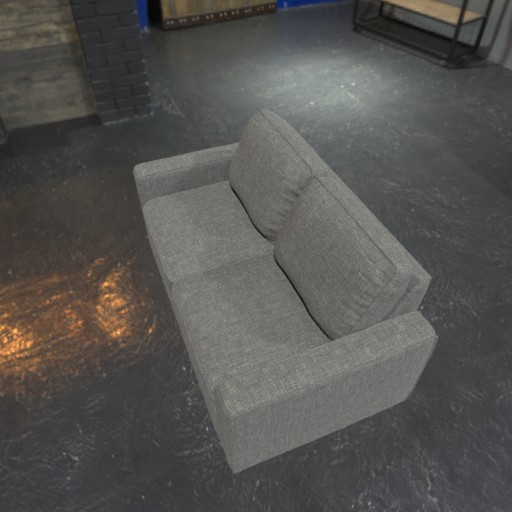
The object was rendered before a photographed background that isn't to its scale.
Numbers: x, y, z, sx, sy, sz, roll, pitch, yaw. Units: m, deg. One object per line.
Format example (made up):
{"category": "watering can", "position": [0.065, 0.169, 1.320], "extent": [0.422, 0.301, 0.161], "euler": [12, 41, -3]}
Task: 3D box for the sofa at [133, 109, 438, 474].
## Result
{"category": "sofa", "position": [0.000, 0.000, 2.319], "extent": [0.947, 0.918, 1.709], "euler": [-16, 47, -16]}
